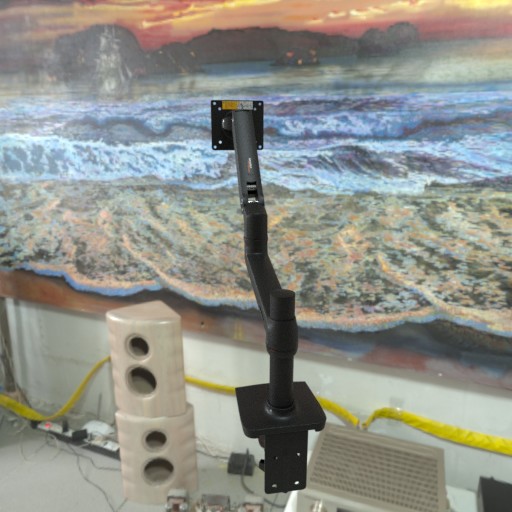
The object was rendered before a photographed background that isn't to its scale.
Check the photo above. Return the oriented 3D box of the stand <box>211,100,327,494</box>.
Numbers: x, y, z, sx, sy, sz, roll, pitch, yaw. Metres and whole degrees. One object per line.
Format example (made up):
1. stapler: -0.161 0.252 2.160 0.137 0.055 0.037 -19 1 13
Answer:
1. stand: 0.000 0.000 1.008 0.152 0.713 0.650 -3 16 -9
